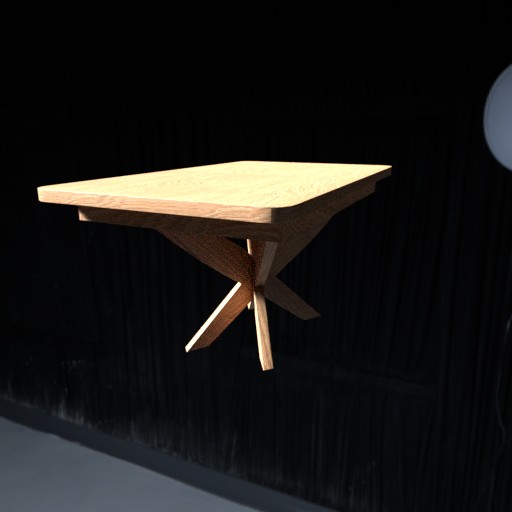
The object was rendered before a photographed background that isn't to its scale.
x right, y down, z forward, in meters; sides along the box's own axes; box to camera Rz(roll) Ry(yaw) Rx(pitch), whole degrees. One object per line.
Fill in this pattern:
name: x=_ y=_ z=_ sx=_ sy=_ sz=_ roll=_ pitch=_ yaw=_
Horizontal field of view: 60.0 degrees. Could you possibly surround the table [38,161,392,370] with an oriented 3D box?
table: x=0.000 y=0.000 z=2.114 sx=0.950 sy=0.770 sz=1.600 roll=8 pitch=17 yaw=25
